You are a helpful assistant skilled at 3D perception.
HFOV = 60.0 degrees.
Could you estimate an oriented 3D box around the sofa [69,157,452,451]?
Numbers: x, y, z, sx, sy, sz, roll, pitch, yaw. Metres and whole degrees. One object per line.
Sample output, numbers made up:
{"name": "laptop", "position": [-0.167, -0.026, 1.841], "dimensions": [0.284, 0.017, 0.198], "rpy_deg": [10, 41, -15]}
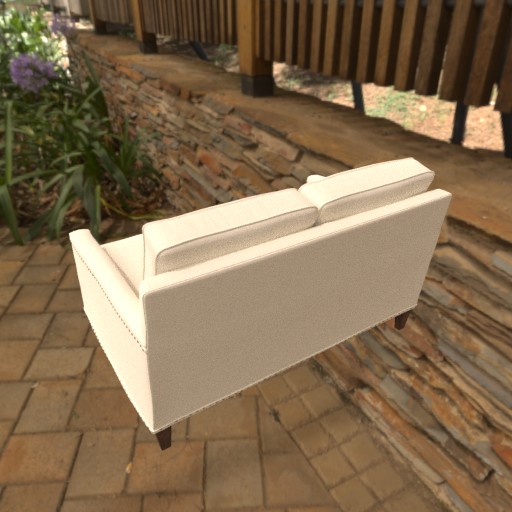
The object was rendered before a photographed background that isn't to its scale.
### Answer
{"name": "sofa", "position": [0.000, 0.000, 2.261], "dimensions": [1.597, 1.003, 1.084], "rpy_deg": [-18, 34, -28]}
